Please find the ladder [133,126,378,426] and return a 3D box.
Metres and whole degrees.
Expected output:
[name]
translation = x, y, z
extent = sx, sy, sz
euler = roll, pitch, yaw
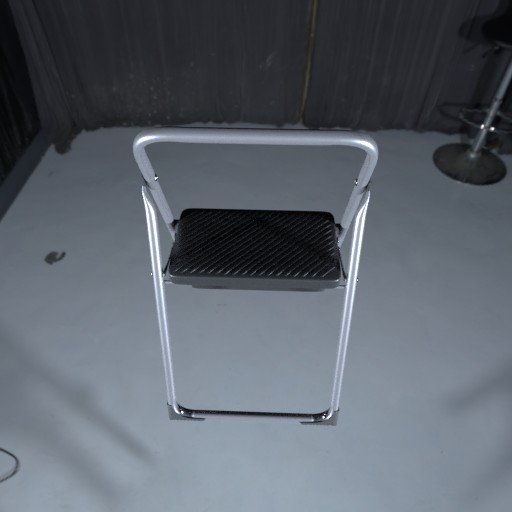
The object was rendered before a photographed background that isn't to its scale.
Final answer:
[ladder]
translation = 0.000, 0.000, 0.993
extent = 0.430, 0.720, 0.472
euler = 2, 47, 1
